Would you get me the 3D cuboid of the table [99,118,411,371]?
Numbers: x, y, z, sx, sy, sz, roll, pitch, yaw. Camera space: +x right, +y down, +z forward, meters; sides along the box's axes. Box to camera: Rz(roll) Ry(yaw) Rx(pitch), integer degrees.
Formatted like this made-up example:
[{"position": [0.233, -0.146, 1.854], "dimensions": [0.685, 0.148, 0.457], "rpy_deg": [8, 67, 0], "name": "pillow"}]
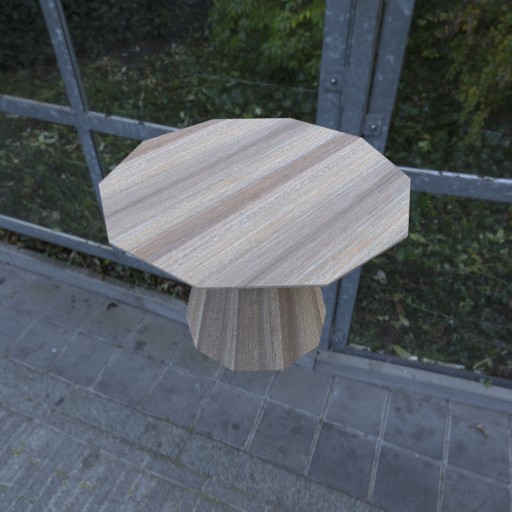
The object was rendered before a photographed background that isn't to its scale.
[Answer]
[{"position": [0.000, 0.000, 1.932], "dimensions": [1.186, 0.752, 1.186], "rpy_deg": [0, 41, 0], "name": "table"}]
